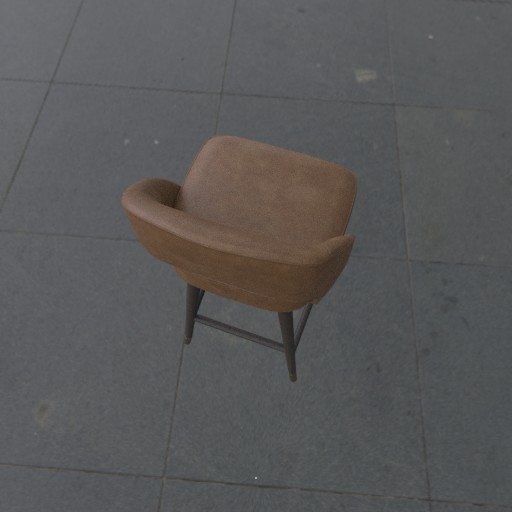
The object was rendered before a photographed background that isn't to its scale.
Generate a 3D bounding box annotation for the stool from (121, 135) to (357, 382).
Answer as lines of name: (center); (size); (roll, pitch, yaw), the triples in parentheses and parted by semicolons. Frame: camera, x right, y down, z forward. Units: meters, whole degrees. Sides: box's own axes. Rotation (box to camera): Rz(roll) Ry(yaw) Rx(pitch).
stool: (0.000, 0.000, 1.293); (0.494, 1.037, 0.509); (17, 65, 8)
